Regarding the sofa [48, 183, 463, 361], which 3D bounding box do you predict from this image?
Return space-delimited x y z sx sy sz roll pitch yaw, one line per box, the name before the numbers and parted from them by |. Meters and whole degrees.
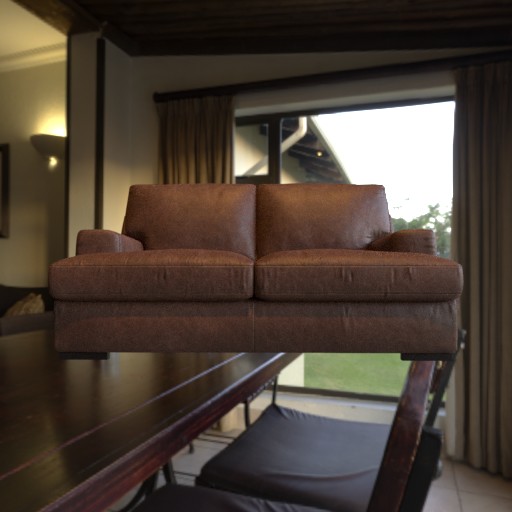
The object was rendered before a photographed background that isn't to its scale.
sofa | 0.000 0.000 2.481 1.880 0.939 1.143 0 -1 1
